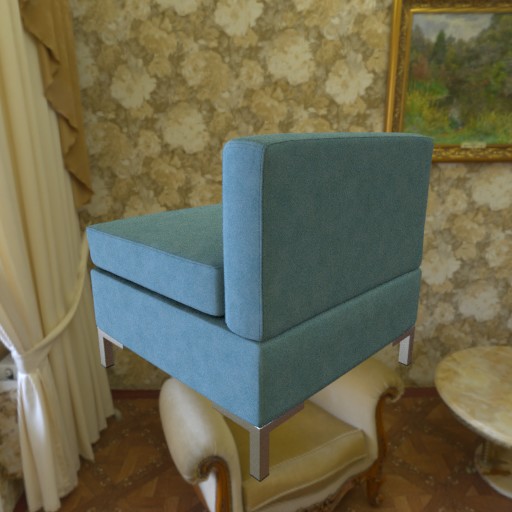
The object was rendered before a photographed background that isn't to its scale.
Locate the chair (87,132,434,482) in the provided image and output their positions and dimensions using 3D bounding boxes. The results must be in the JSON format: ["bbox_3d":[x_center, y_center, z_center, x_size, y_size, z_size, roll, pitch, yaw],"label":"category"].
[{"bbox_3d":[0.000,0.000,1.226,0.685,0.660,0.684,15,22,42],"label":"chair"}]
